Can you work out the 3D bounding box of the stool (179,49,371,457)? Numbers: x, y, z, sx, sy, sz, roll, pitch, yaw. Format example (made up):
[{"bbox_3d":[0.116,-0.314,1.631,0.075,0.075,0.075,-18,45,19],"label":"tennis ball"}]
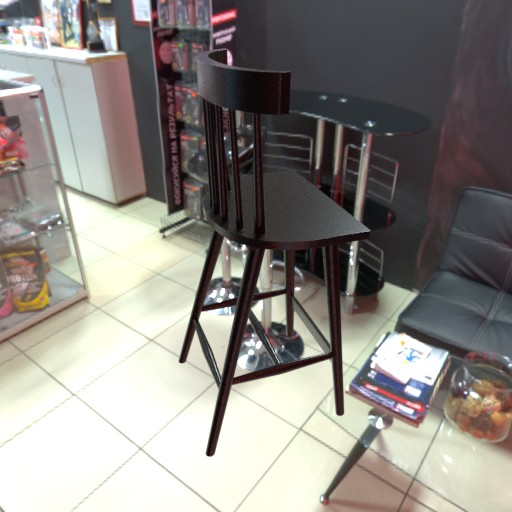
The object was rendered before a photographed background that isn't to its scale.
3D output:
[{"bbox_3d":[0.000,0.000,1.332,0.483,1.092,0.482,-10,32,-17],"label":"stool"}]
